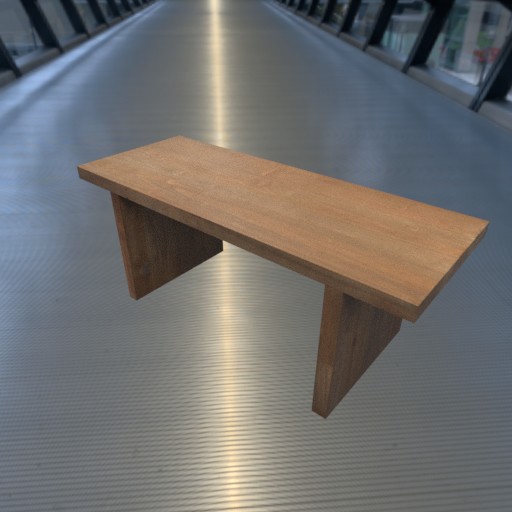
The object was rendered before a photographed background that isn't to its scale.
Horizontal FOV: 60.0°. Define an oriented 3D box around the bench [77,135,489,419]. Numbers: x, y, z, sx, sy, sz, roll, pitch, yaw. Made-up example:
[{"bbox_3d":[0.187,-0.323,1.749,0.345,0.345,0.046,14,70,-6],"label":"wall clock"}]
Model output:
[{"bbox_3d":[0.000,0.000,1.433,1.183,0.458,0.458,24,39,33],"label":"bench"}]
